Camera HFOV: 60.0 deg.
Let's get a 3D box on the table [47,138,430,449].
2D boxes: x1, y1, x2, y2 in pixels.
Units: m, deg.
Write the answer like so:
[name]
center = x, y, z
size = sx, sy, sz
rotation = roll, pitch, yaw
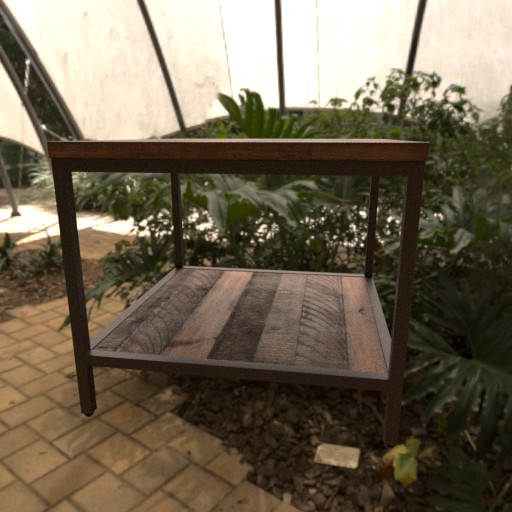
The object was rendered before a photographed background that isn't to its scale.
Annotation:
[table]
center = 0.000, 0.000, 0.951
size = 0.553, 0.482, 0.548
rotation = 2, 15, 9
